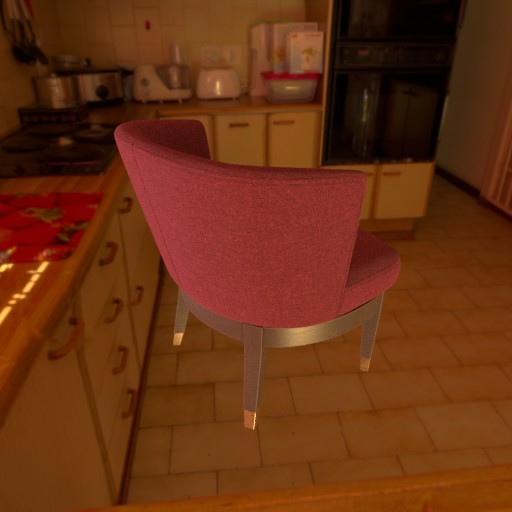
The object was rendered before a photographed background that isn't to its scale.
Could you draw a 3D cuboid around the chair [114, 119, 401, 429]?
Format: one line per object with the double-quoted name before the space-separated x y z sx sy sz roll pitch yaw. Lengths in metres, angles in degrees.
"chair" 0.000 0.000 1.296 0.660 0.760 0.700 -19 33 -32
